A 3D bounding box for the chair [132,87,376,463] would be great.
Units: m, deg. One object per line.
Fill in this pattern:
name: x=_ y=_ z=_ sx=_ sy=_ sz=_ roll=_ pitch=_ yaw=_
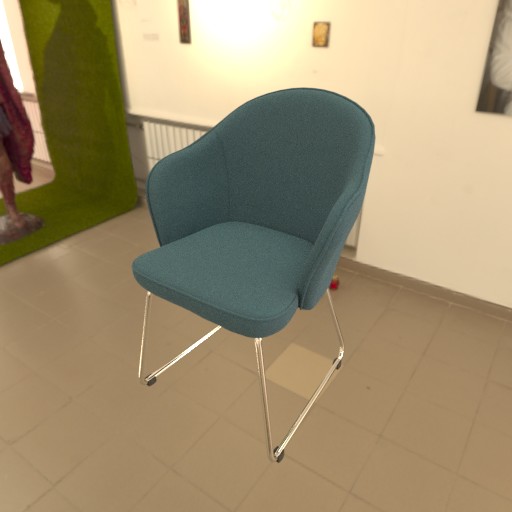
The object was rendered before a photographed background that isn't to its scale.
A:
chair: x=0.000 y=0.000 z=1.230 sx=0.570 sy=0.815 sz=0.585 roll=18 pitch=34 yaw=30
